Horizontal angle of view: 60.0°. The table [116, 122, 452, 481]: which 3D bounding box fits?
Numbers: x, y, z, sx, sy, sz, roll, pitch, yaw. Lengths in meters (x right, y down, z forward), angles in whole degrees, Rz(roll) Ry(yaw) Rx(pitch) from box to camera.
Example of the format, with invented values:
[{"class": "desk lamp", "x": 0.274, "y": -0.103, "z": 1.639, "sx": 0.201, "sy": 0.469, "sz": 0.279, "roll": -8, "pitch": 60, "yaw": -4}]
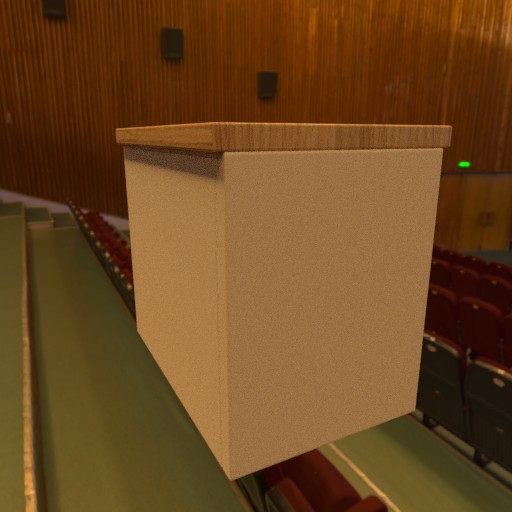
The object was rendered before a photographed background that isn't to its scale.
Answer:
[{"class": "table", "x": 0.000, "y": 0.000, "z": 0.790, "sx": 0.360, "sy": 0.440, "sz": 0.500, "roll": -8, "pitch": 17, "yaw": -27}]
